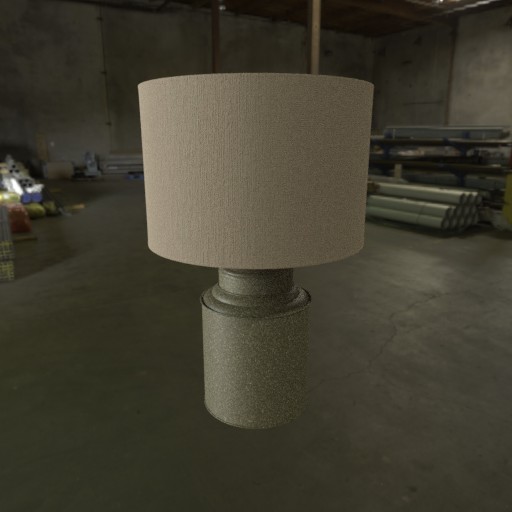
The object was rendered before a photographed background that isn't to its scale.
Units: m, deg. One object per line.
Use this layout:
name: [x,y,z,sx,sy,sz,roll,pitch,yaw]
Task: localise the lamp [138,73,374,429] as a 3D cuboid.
lamp: [0.000,0.000,0.678,0.318,0.486,0.318,0,15,0]
